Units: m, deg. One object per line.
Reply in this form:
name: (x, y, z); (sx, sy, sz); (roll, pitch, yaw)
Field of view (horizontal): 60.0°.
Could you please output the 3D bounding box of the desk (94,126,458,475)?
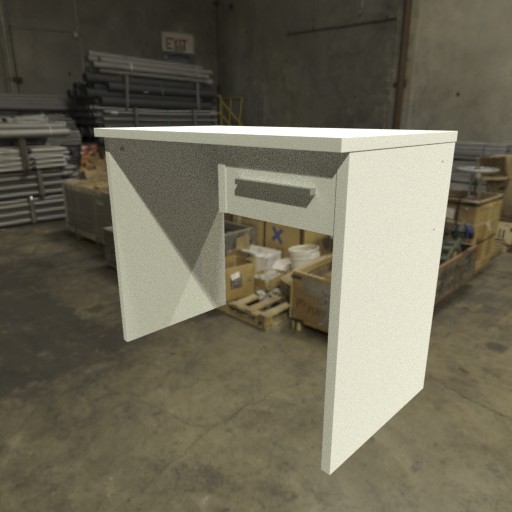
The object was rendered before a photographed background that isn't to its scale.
desk: (0.000, 0.000, 1.328); (0.900, 0.729, 0.498); (17, 24, 42)
